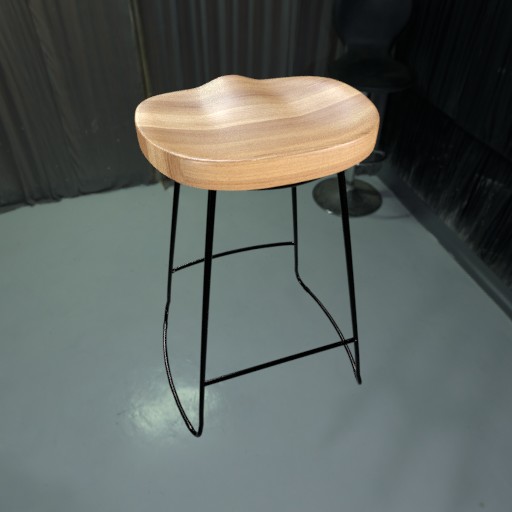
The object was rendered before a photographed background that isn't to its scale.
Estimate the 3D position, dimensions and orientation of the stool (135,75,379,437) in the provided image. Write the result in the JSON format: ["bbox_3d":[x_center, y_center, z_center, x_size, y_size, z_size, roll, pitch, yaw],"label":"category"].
[{"bbox_3d":[0.000,0.000,0.959,0.480,0.679,0.401,-13,44,-14],"label":"stool"}]
